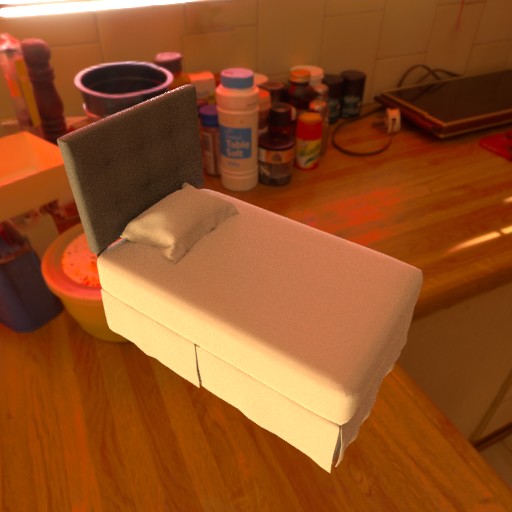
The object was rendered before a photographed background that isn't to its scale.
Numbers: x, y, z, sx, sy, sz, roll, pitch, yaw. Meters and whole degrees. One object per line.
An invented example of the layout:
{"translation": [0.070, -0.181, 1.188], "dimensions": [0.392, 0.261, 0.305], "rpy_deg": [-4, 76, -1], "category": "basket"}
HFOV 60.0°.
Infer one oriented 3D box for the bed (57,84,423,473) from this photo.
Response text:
{"translation": [0.000, 0.000, 2.920], "dimensions": [1.997, 1.571, 1.261], "rpy_deg": [23, 45, 26], "category": "bed"}
